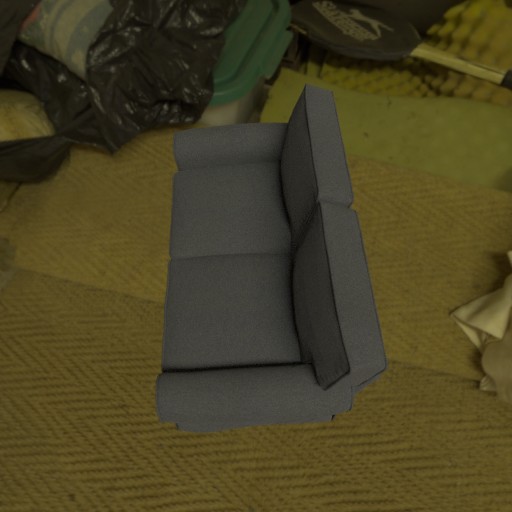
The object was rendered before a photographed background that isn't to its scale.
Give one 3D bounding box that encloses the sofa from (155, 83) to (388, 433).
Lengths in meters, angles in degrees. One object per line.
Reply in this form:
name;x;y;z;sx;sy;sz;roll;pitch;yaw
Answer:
sofa;0.000;0.000;2.484;0.997;1.059;1.801;-2;59;-1
